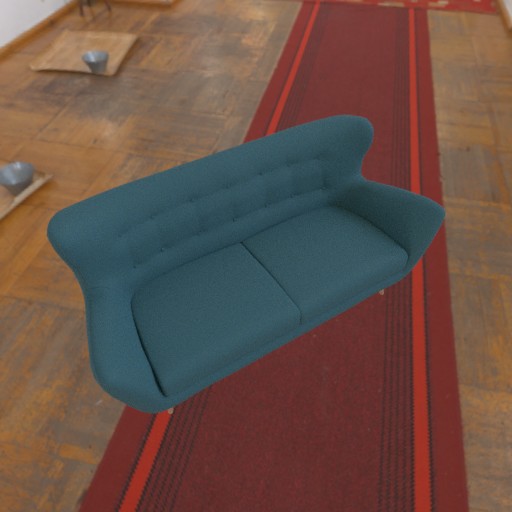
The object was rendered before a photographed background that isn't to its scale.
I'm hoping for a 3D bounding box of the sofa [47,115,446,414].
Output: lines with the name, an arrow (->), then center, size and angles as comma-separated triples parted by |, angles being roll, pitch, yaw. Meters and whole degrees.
sofa -> 0.000, 0.000, 2.398 | 1.930, 0.890, 0.889 | -24, 51, -22
